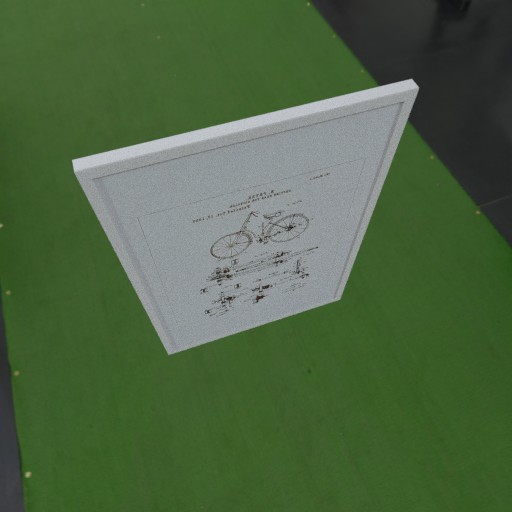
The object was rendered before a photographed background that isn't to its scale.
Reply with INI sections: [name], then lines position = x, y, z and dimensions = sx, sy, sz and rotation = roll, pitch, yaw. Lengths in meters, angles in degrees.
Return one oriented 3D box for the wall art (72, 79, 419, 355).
[wall art]
position = 0.000, 0.000, 0.611
dimensions = 0.332, 0.477, 0.015
rotation = -16, 60, -10
